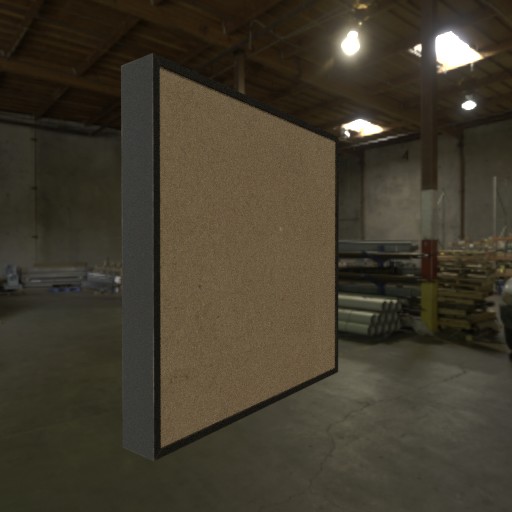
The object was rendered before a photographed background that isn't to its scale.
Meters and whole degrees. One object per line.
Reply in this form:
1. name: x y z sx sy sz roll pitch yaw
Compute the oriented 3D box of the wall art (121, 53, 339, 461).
1. wall art: 0.000 0.000 0.464 0.038 0.305 0.305 1 1 37
